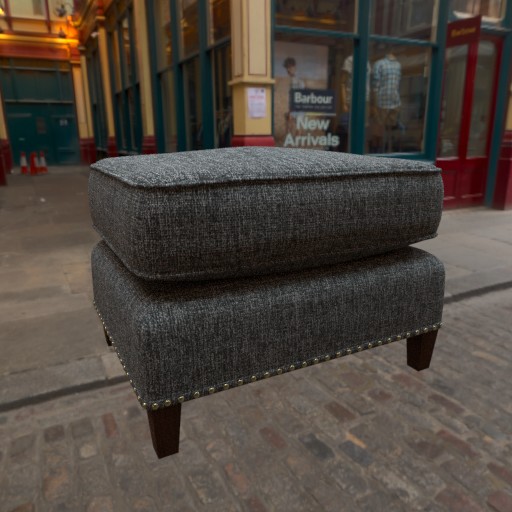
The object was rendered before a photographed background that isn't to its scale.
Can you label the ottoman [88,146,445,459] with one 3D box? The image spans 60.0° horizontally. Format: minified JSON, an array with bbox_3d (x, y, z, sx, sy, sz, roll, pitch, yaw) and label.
[{"bbox_3d":[0.000,0.000,1.118,0.738,0.537,0.589,-8,18,-27],"label":"ottoman"}]
